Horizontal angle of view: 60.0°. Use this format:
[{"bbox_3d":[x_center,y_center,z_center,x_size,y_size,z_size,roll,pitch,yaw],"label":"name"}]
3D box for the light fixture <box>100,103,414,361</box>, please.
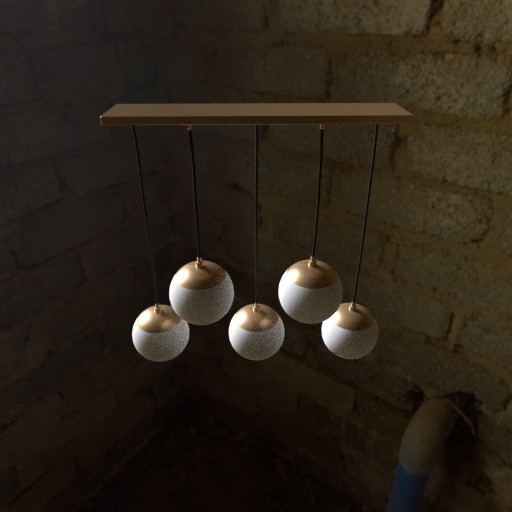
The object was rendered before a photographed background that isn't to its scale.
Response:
[{"bbox_3d":[0.000,0.000,1.357,0.863,0.869,0.299,-1,30,-1],"label":"light fixture"}]
